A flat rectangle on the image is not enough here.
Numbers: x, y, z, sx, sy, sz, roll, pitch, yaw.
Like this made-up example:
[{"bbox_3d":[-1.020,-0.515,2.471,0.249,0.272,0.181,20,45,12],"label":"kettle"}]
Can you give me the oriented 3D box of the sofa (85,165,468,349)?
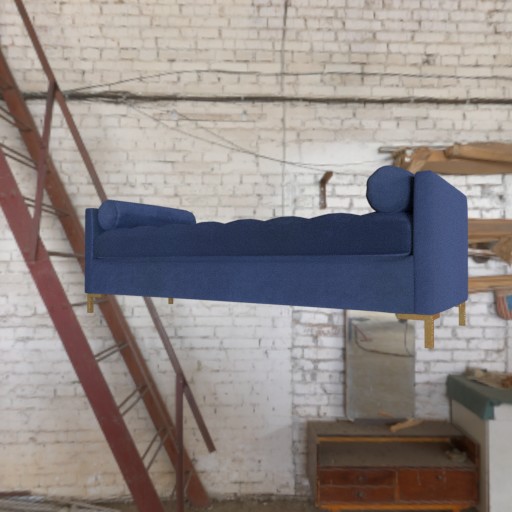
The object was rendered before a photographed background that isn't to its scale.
[{"bbox_3d":[0.000,0.000,2.506,2.102,0.705,0.796,-1,-1,34],"label":"sofa"}]
